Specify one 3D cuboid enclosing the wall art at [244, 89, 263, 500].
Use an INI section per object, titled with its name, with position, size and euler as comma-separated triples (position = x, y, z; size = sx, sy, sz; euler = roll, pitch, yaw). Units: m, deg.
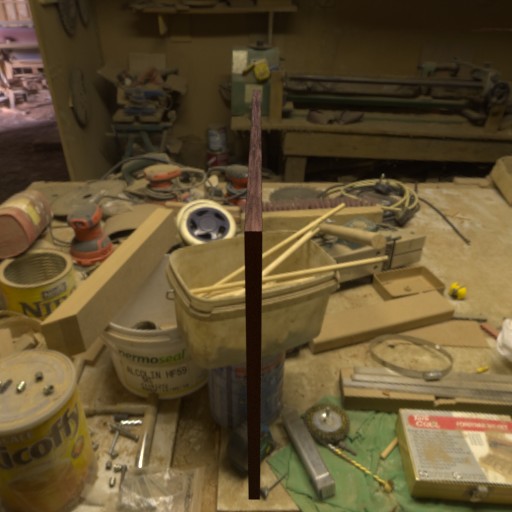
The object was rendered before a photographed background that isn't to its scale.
[wall art]
position = 0.000, 0.000, 0.544
size = 0.012, 0.304, 0.431
euler = 0, 32, 0
